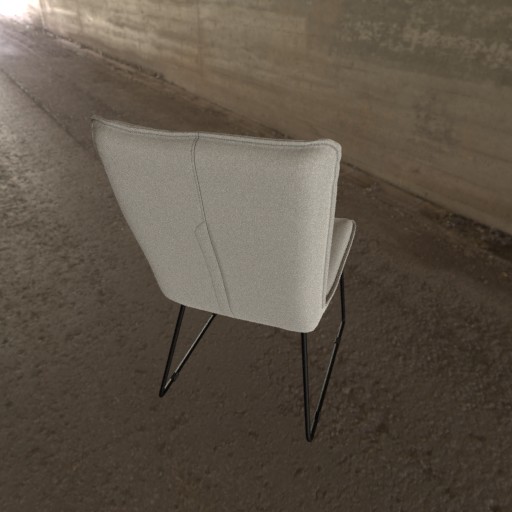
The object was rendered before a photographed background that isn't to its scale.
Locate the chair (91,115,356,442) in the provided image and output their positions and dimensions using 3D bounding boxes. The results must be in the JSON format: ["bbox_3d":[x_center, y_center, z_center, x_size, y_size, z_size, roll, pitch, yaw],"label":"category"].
[{"bbox_3d":[0.000,0.000,1.302,0.515,0.930,0.688,11,34,16],"label":"chair"}]
